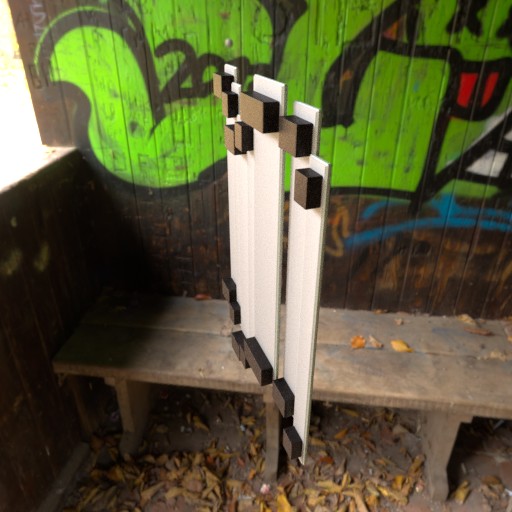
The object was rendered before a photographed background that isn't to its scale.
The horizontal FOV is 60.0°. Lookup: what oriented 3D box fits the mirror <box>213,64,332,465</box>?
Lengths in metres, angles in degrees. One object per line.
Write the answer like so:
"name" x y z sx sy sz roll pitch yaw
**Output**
"mirror" 0.000 0.000 0.799 0.058 0.611 0.445 -11 31 -18
